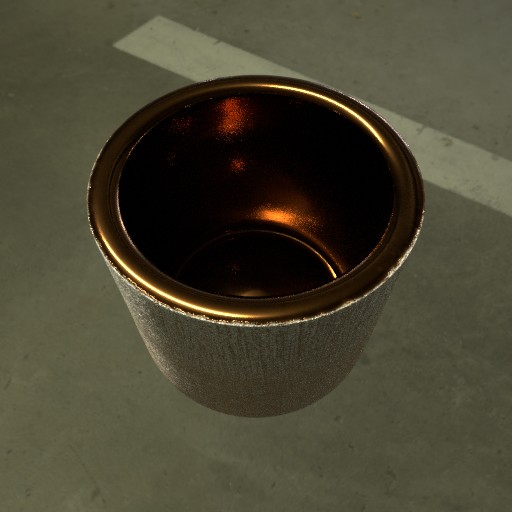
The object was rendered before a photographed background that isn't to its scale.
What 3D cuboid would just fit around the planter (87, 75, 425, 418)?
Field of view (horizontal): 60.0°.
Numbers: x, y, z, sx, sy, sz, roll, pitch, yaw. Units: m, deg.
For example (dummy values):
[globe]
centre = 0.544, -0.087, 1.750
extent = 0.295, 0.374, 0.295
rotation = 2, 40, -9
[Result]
[planter]
centre = 0.000, 0.000, 0.296
extent = 0.177, 0.157, 0.177
rotation = 0, 56, 0
